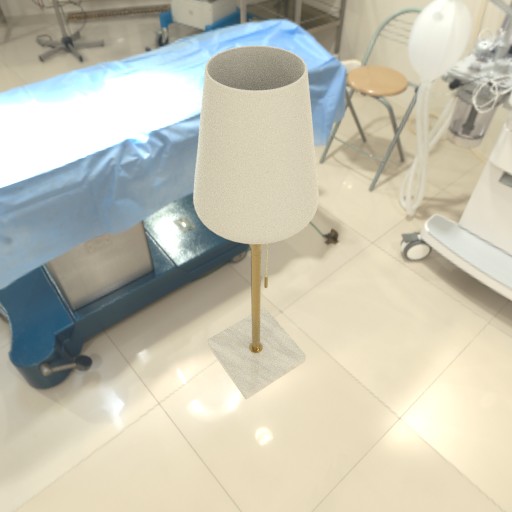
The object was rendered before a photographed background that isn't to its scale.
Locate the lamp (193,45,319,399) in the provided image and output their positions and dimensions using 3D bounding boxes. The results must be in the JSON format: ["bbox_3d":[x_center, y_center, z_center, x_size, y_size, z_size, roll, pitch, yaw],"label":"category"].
[{"bbox_3d":[0.000,0.000,0.739,0.181,0.639,0.181,-27,53,-22],"label":"lamp"}]
